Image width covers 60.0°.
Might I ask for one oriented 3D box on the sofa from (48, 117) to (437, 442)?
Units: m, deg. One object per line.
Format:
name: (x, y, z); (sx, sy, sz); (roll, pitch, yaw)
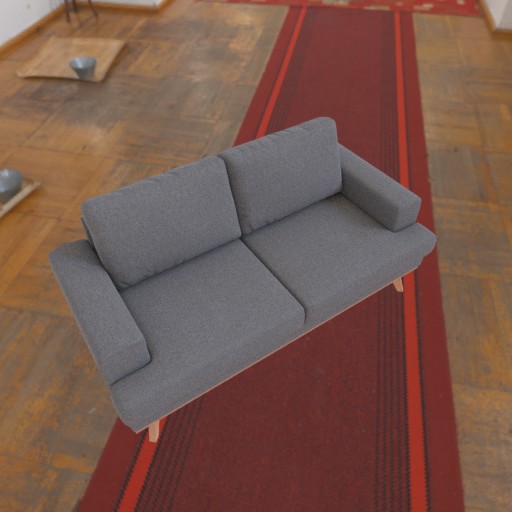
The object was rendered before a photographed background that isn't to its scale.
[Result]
sofa: (0.000, 0.000, 2.070); (1.650, 0.810, 0.785); (-26, 51, -23)
